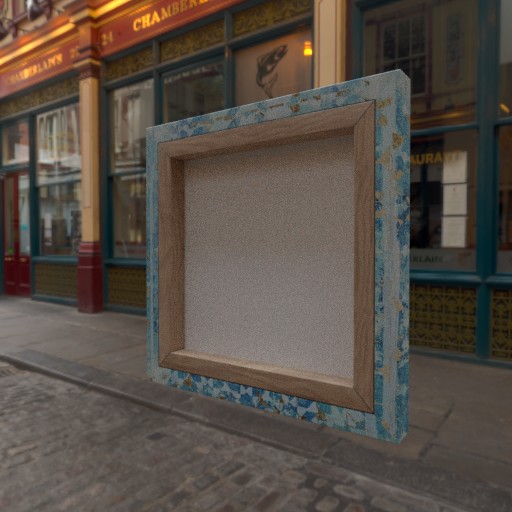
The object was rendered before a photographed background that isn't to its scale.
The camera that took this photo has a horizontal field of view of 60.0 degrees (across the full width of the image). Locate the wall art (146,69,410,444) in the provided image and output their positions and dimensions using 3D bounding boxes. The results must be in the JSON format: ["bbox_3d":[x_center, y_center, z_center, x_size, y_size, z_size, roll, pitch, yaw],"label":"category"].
[{"bbox_3d":[0.000,0.000,0.610,0.405,0.405,0.037,1,1,35],"label":"wall art"}]
